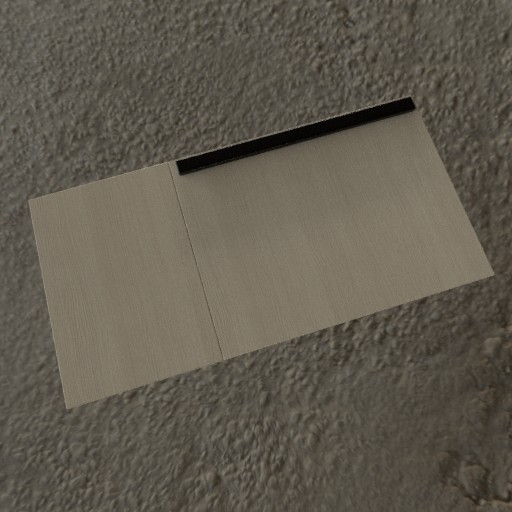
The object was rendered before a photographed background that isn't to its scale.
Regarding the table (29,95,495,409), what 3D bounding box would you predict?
[{"bbox_3d":[0.000,0.000,0.777,0.644,0.242,0.322,-17,75,-5],"label":"table"}]
